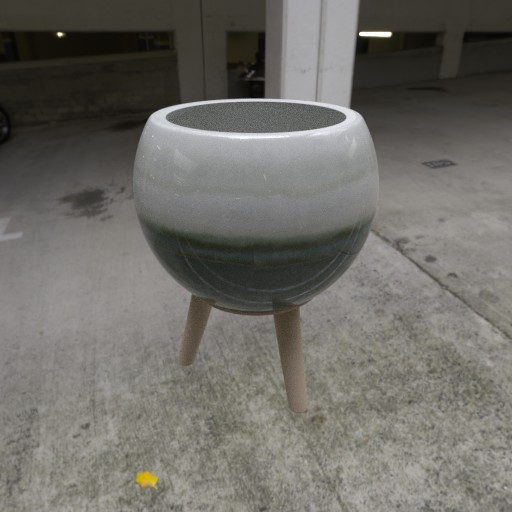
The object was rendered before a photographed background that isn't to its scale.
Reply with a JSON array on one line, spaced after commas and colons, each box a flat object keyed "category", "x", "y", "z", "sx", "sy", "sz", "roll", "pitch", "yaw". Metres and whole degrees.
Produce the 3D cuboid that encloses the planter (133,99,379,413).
[{"category": "planter", "x": 0.000, "y": 0.000, "z": 0.447, "sx": 0.222, "sy": 0.278, "sz": 0.222, "roll": 0, "pitch": 27, "yaw": 0}]
